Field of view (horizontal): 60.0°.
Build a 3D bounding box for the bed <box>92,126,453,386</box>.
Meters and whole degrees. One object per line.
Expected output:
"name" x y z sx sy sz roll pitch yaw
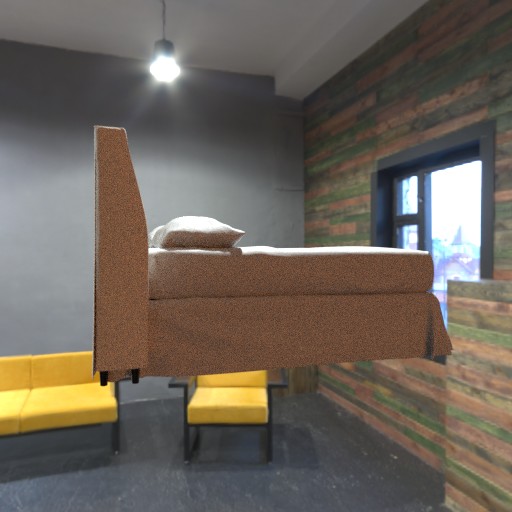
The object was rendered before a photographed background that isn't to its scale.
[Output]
"bed" 0.000 0.000 3.424 2.276 1.332 1.925 0 0 -17
